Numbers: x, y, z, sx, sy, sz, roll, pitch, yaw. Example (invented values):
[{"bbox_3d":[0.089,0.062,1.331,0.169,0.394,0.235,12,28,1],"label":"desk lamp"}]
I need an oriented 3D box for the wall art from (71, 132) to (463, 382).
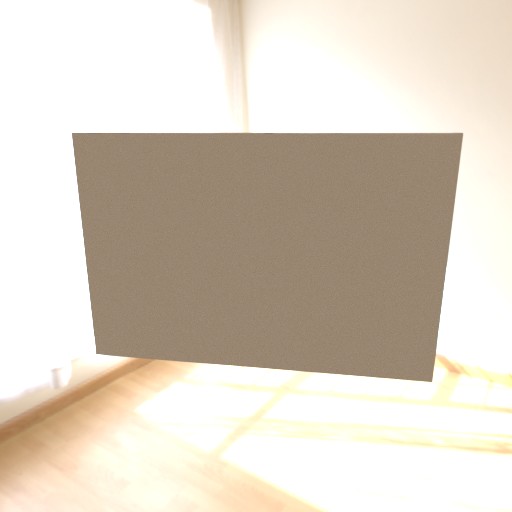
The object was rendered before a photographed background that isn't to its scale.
[{"bbox_3d":[0.000,0.000,1.109,0.894,0.595,0.057,3,16,9],"label":"wall art"}]
